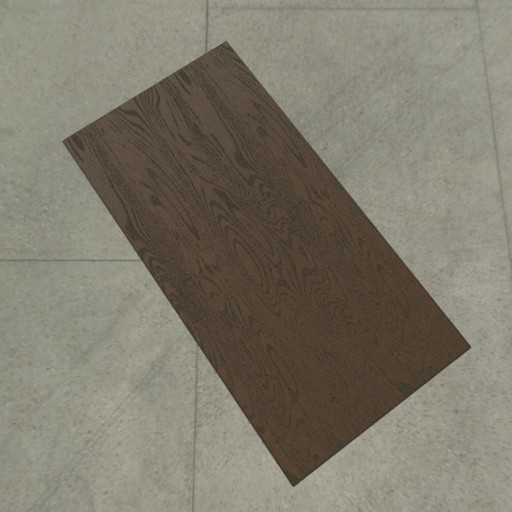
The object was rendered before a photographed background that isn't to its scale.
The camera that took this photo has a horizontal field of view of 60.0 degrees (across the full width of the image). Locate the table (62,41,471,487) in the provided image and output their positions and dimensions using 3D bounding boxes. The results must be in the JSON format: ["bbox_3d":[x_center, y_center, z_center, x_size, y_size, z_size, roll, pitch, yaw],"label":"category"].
[{"bbox_3d":[0.000,0.000,2.508,1.016,0.762,1.981,-35,80,-7],"label":"table"}]
